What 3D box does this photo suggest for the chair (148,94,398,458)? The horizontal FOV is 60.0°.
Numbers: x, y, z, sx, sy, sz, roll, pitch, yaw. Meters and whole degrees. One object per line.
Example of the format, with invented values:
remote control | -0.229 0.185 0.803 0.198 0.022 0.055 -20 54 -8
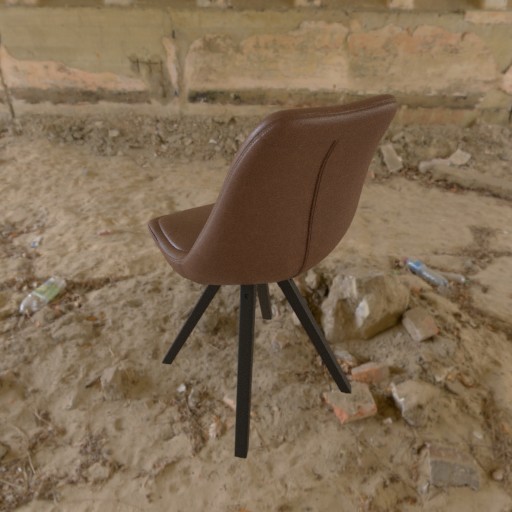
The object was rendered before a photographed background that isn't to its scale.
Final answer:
chair | 0.000 0.000 1.148 0.475 0.850 0.550 -19 35 -30
